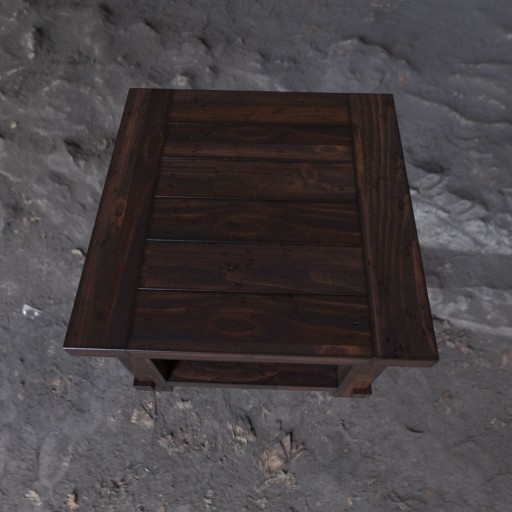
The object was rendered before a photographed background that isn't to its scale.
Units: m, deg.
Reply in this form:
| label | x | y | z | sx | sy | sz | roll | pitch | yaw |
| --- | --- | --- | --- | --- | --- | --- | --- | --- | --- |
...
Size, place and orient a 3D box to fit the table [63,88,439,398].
| label | x | y | z | sx | sy | sz | roll | pitch | yaw |
| --- | --- | --- | --- | --- | --- | --- | --- | --- | --- |
| table | 0.000 | 0.000 | 1.033 | 0.593 | 0.437 | 0.606 | 2 | 60 | 1 |
